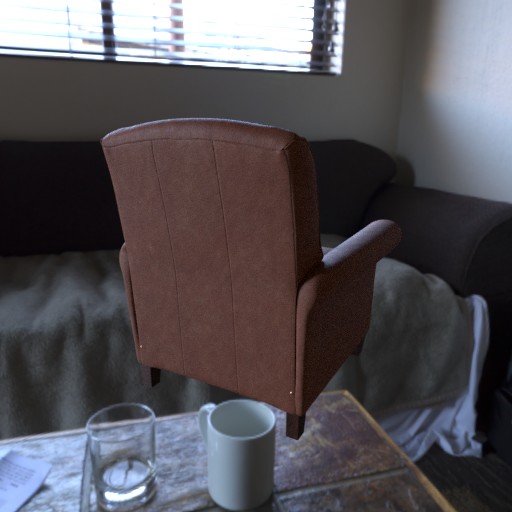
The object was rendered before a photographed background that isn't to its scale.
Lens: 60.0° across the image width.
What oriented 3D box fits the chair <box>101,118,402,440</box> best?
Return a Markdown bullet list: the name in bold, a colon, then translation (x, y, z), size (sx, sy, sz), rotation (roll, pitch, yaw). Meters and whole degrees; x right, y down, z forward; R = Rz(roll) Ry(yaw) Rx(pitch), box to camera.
- **chair**: translation (0.000, 0.000, 1.828), size (0.978, 1.061, 0.902), rotation (9, 17, 29)
